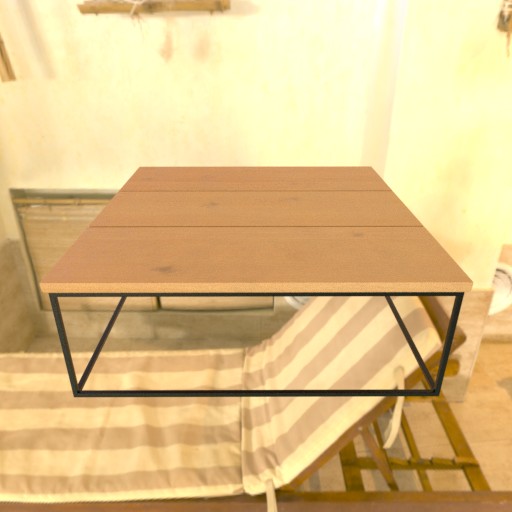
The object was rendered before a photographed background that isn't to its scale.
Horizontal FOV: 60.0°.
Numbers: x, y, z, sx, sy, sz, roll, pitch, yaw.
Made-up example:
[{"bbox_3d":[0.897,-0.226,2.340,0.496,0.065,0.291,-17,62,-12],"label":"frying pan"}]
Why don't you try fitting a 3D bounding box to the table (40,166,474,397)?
[{"bbox_3d":[0.000,0.000,1.703,1.100,0.400,1.100,0,27,0],"label":"table"}]
